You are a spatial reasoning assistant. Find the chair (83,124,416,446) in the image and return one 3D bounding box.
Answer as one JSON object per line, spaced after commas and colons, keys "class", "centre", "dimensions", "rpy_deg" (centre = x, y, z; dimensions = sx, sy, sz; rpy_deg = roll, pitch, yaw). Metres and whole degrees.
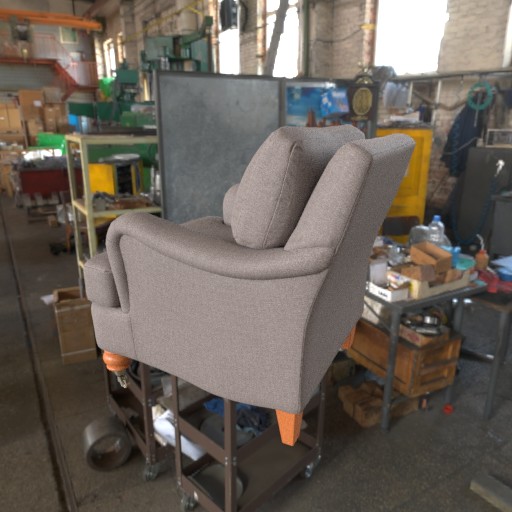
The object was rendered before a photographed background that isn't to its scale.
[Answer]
{"class": "chair", "centre": [0.000, 0.000, 1.828], "dimensions": [1.070, 1.038, 0.955], "rpy_deg": [8, 19, 25]}
